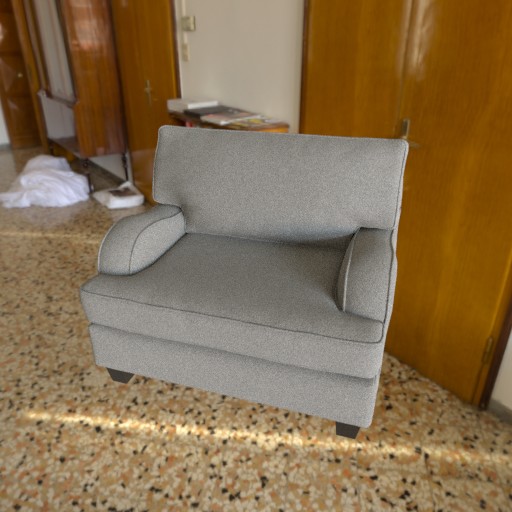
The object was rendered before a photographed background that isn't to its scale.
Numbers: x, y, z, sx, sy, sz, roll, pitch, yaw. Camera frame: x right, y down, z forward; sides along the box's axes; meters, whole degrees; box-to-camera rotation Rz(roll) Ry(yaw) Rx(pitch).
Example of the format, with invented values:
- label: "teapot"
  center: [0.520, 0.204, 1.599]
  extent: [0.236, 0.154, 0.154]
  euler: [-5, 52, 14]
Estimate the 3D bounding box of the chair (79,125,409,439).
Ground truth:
- label: "chair"
  center: [0.000, 0.000, 2.022]
  extent: [1.220, 1.016, 1.040]
  euler: [8, 27, 16]
